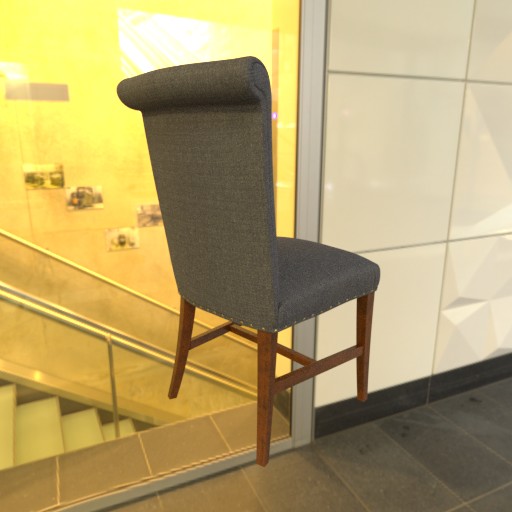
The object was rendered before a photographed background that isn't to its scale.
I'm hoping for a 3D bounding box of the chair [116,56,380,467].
[{"bbox_3d":[0.000,0.000,1.313,0.608,0.988,0.513,-14,21,-42],"label":"chair"}]
